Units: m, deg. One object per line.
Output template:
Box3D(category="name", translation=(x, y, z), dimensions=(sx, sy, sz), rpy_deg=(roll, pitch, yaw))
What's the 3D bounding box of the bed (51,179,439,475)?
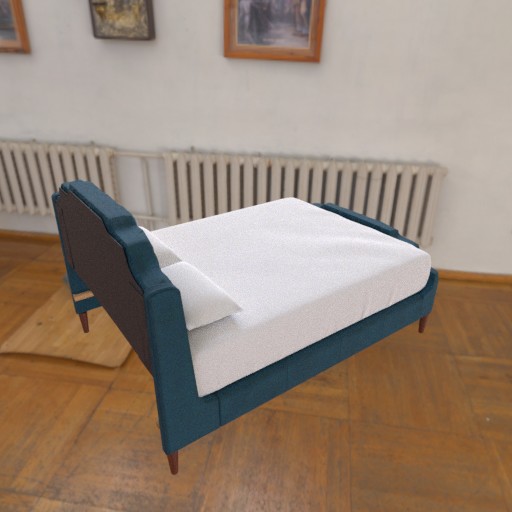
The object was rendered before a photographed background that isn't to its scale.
Box3D(category="bed", translation=(0.000, 0.000, 3.281), dimensions=(2.322, 1.351, 1.676), rpy_deg=(-18, 32, -31))
